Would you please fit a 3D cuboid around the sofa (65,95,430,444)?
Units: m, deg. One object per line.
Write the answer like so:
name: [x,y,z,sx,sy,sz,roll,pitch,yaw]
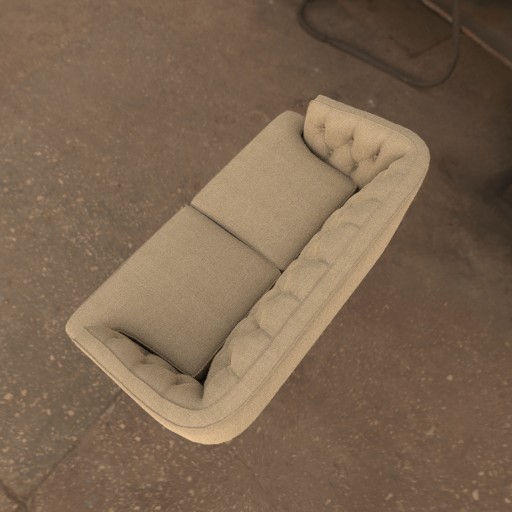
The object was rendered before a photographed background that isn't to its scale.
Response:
sofa: [0.000,0.000,2.223,0.941,0.855,1.733,36,69,16]
